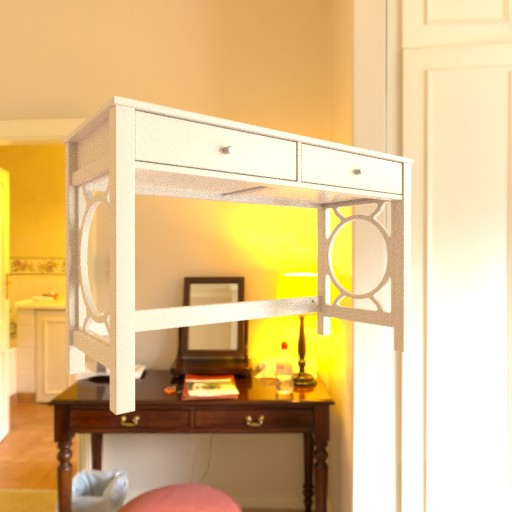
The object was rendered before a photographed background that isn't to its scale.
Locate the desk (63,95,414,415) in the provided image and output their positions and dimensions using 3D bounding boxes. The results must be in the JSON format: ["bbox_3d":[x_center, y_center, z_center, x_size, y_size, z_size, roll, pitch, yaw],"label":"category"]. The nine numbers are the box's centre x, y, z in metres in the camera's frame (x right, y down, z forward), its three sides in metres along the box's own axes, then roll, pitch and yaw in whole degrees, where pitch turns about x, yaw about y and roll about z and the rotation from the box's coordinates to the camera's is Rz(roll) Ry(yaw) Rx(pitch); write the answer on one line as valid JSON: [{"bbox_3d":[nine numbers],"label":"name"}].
[{"bbox_3d":[0.000,0.000,1.592,1.191,0.762,0.504,0,0,-36],"label":"desk"}]
